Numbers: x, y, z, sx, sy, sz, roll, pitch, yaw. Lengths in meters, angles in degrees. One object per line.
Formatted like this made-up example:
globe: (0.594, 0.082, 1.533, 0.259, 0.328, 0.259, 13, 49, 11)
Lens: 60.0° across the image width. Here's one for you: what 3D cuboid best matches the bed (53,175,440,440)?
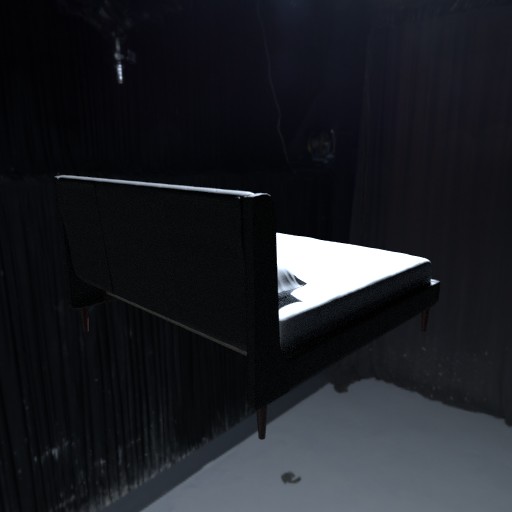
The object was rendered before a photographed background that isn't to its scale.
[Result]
bed: (0.000, 0.000, 2.579, 1.531, 0.933, 1.638, 13, 18, 43)
